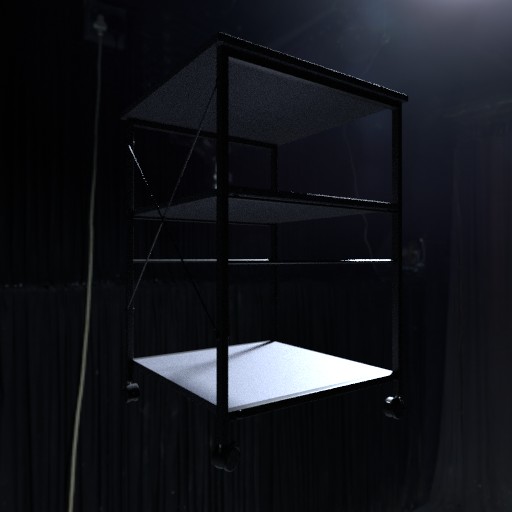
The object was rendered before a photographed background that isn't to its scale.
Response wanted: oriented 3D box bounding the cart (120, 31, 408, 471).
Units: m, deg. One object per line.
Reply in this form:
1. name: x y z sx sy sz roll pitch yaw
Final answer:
1. cart: 0.000 0.000 1.116 0.520 0.762 0.521 0 0 -35
